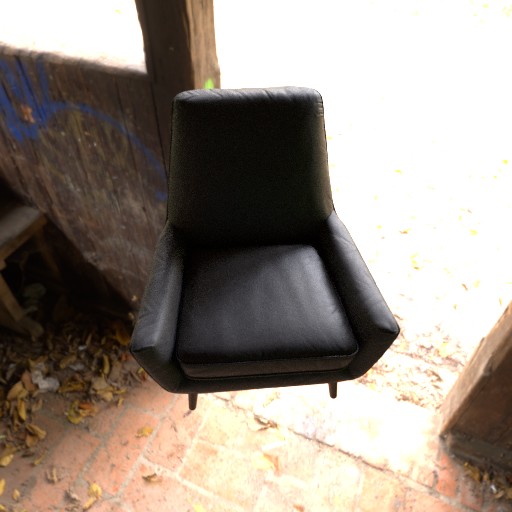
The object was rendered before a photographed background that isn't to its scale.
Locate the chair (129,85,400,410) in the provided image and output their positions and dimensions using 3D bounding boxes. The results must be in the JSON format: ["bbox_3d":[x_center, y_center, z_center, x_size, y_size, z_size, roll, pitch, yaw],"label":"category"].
[{"bbox_3d":[0.000,0.000,1.566,0.787,0.888,0.822,-4,46,-3],"label":"chair"}]
